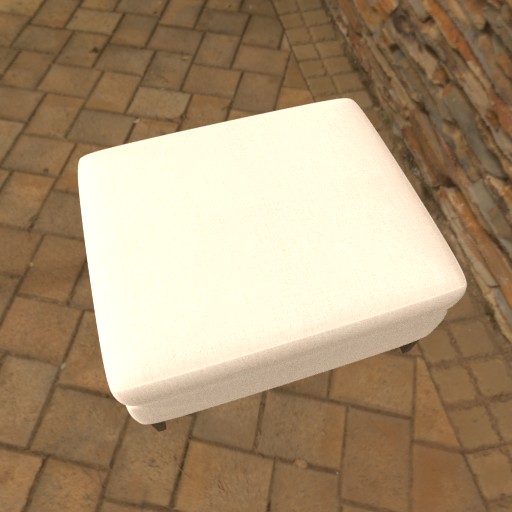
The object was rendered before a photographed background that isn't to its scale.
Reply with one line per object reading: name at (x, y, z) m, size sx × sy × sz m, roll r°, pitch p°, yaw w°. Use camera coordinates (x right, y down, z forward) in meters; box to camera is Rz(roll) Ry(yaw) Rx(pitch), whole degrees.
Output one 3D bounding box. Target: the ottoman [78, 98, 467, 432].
ottoman at (0.000, 0.000, 1.190) m, size 0.794 × 0.453 × 0.657 m, roll -15°, pitch 60°, yaw -9°
